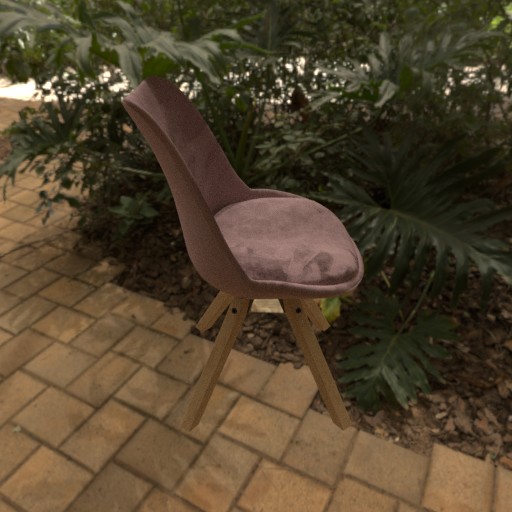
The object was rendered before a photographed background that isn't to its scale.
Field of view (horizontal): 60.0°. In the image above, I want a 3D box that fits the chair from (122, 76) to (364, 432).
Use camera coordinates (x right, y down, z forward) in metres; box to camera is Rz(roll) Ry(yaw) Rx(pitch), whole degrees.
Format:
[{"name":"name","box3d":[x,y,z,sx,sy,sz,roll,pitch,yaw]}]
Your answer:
[{"name":"chair","box3d":[0.000,0.000,1.166,0.550,0.850,0.485,0,33,0]}]
